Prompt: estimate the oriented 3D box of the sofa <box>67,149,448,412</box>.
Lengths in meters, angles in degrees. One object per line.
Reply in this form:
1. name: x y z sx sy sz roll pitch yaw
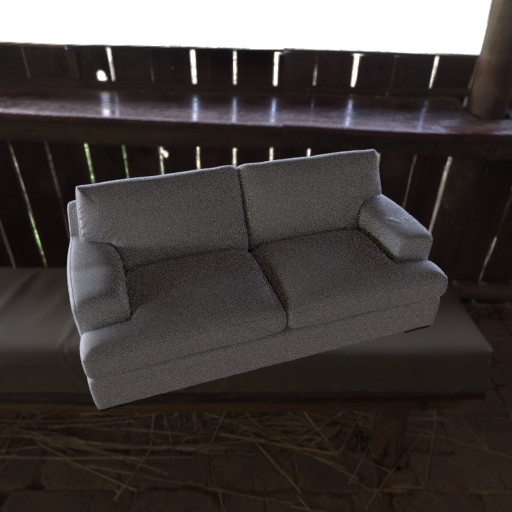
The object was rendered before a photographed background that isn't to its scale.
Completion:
1. sofa: 0.000 0.000 2.856 2.261 0.940 1.143 -11 35 -16
